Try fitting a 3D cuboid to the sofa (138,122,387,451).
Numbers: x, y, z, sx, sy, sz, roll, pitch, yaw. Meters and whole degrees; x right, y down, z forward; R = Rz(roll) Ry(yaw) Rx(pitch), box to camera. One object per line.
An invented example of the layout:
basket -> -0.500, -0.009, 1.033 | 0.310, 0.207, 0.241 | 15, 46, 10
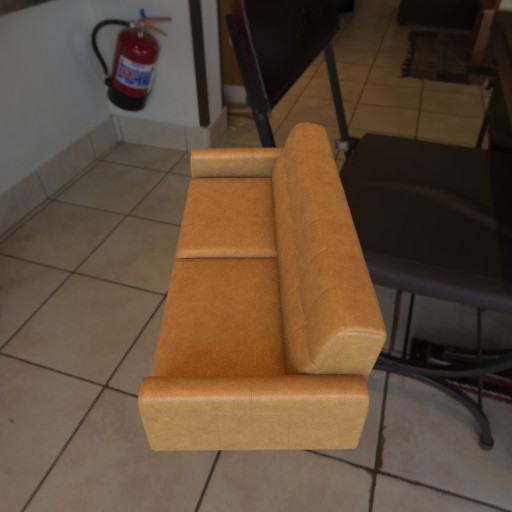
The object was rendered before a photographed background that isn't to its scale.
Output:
sofa -> 0.000, 0.000, 2.638 | 0.980, 0.892, 2.137 | 0, 40, 0
